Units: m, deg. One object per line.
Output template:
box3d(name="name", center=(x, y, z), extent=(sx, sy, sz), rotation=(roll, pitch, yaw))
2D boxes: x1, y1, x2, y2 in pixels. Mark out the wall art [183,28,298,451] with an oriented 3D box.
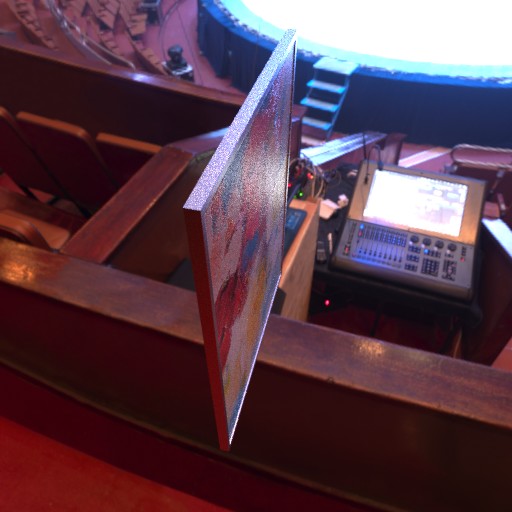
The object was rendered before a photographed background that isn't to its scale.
box3d(name="wall art", center=(0.000, 0.000, 1.367), extent=(0.030, 1.046, 0.816), rotation=(11, 47, 10))
